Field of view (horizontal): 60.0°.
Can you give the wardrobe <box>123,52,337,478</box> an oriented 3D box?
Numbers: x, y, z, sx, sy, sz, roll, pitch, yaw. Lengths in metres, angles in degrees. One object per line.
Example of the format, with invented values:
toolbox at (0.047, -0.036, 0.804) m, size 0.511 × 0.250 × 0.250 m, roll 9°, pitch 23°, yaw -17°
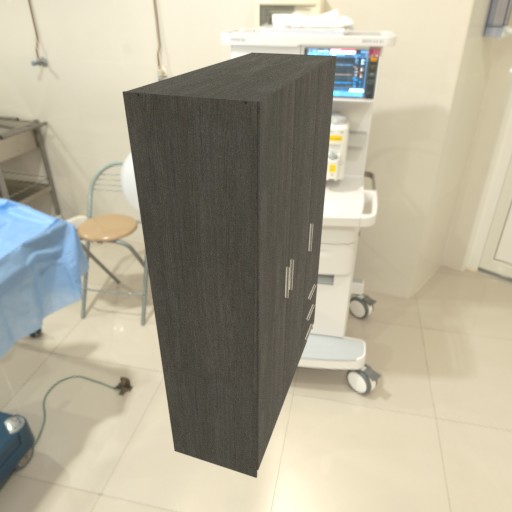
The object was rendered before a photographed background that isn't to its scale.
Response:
wardrobe at (0.000, 0.000, 2.444) m, size 0.510 × 1.910 × 1.290 m, roll 10°, pitch 32°, yaw 17°
